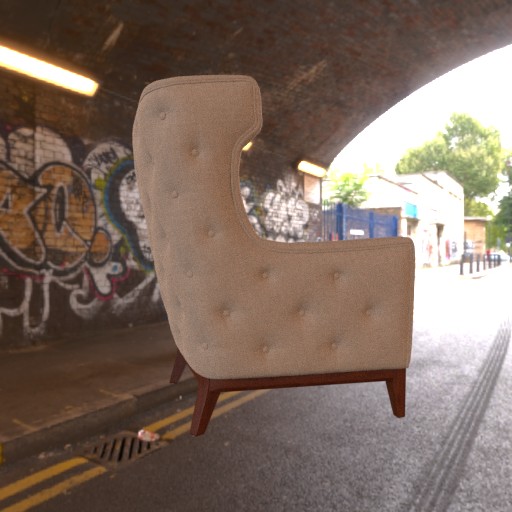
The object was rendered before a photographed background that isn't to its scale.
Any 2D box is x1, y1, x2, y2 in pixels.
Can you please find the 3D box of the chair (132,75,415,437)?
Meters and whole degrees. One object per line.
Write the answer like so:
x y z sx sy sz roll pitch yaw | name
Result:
0.000 0.000 1.682 0.899 1.079 0.778 0 1 -18 | chair
